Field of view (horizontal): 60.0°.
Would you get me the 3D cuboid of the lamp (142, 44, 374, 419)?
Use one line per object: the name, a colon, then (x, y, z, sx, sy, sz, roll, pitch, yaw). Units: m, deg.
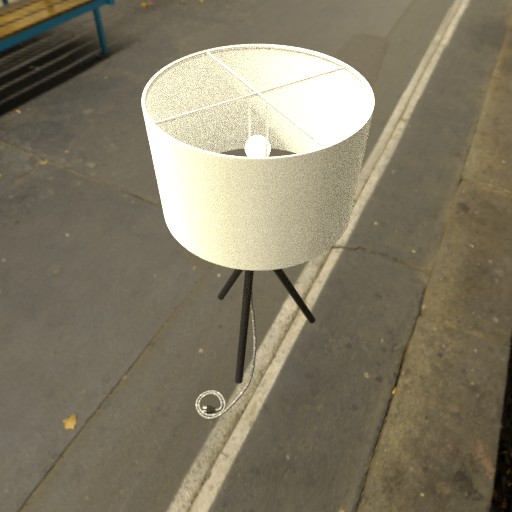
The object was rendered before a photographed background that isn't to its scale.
lamp: (0.000, 0.000, 0.906, 0.353, 0.674, 0.422, 4, 47, 4)
